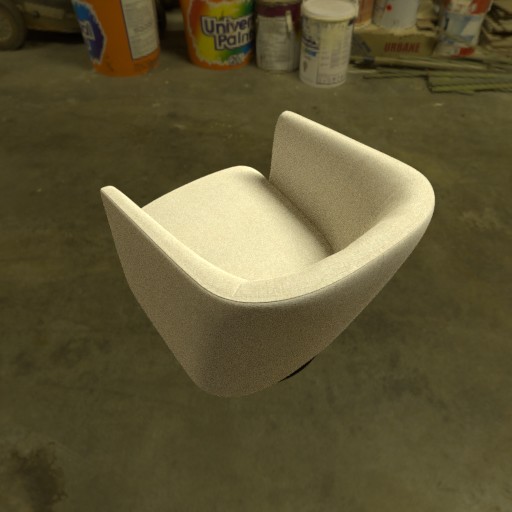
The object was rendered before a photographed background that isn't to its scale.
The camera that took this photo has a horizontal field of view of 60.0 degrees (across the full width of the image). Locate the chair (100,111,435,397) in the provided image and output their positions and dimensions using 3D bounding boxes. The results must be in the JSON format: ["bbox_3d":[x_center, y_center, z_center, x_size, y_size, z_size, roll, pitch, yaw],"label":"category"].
[{"bbox_3d":[0.000,0.000,1.622,0.822,0.861,0.986,-30,54,-25],"label":"chair"}]
